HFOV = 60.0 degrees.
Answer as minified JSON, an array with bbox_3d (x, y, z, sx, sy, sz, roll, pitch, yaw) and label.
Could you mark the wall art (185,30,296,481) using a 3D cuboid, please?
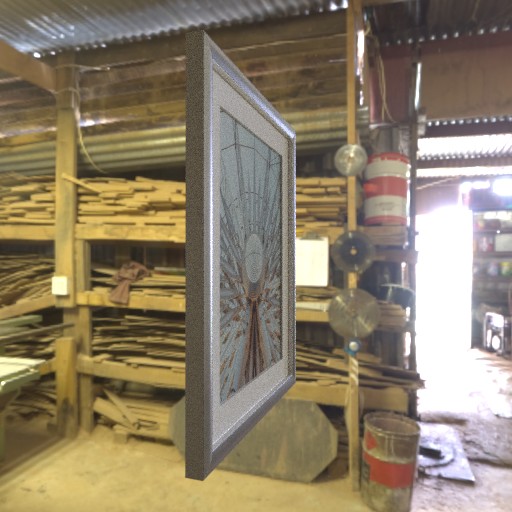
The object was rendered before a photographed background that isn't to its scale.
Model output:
[{"bbox_3d":[0.000,0.000,0.767,0.029,0.558,0.458,0,0,19],"label":"wall art"}]
